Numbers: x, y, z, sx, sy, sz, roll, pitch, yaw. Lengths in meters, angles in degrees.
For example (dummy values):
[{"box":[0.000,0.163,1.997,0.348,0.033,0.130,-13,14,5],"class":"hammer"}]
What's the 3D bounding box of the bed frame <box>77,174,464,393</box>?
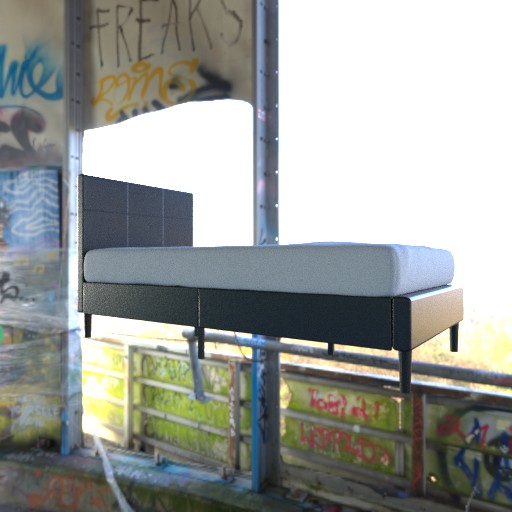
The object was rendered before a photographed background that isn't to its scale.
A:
[{"box":[0.000,0.000,2.506,2.152,1.046,1.038,0,0,35],"class":"bed frame"}]
